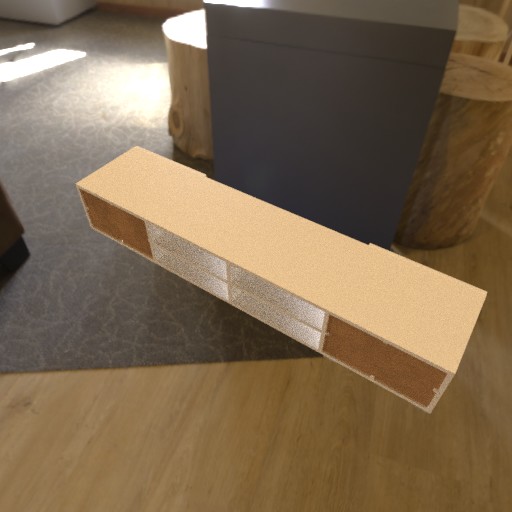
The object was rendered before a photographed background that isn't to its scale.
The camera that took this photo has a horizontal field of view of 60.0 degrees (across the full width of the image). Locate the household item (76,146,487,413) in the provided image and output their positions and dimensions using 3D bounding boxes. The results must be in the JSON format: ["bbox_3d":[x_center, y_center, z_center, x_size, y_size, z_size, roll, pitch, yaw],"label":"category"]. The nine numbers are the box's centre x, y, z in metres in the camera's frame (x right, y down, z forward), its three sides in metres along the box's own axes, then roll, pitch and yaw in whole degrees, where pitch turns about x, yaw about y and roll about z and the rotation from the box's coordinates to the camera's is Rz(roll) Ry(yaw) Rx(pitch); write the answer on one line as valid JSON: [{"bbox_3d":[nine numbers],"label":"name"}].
[{"bbox_3d":[0.000,0.000,2.040,1.850,0.310,0.420,26,51,23],"label":"household item"}]
